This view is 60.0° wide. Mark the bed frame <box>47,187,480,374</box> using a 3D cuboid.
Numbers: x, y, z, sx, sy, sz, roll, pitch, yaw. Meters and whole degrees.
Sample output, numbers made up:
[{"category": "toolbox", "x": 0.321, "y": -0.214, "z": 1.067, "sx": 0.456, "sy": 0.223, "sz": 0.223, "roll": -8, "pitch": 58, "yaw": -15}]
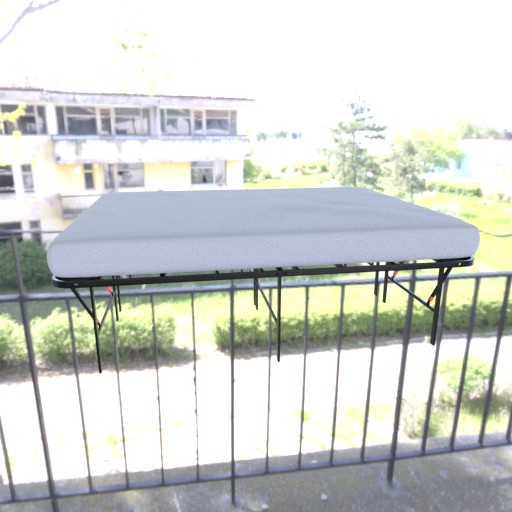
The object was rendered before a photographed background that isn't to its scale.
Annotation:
[{"category": "bed frame", "x": 0.000, "y": 0.000, "z": 2.583, "sx": 1.905, "sy": 0.637, "sz": 1.372, "roll": -3, "pitch": 17, "yaw": -9}]
